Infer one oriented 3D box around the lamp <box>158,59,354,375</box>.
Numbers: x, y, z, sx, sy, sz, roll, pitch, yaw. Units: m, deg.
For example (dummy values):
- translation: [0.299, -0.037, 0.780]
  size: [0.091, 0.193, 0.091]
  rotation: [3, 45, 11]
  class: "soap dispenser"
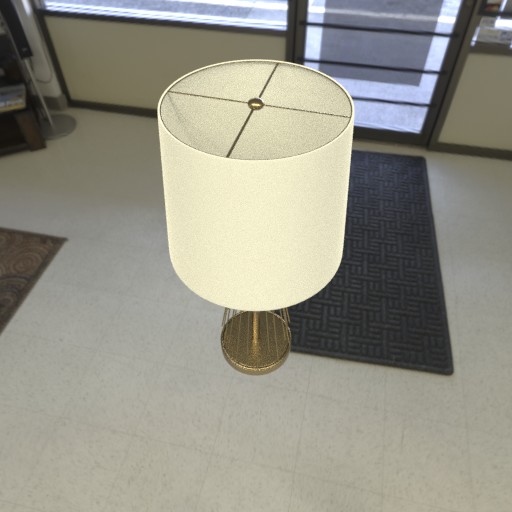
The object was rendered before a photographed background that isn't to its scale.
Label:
- translation: [0.000, 0.000, 0.812]
  size: [0.303, 0.618, 0.303]
  rotation: [0, 48, 0]
  class: "lamp"
